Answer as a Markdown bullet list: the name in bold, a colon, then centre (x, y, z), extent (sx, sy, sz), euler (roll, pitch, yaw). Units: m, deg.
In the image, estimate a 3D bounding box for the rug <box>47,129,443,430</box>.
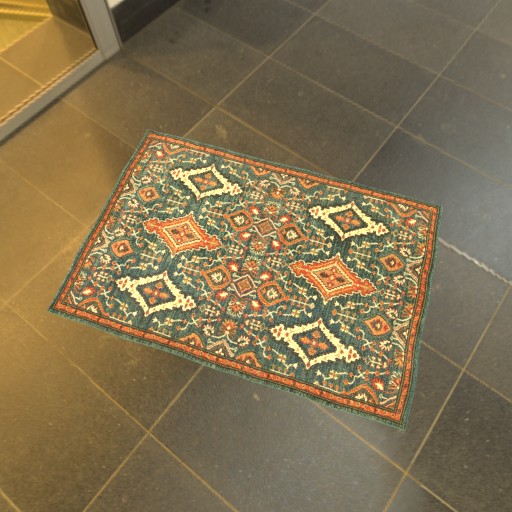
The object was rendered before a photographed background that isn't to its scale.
- **rug**: centre (0.000, 0.000, 3.058), extent (2.373, 0.009, 1.622), euler (16, 65, 8)
